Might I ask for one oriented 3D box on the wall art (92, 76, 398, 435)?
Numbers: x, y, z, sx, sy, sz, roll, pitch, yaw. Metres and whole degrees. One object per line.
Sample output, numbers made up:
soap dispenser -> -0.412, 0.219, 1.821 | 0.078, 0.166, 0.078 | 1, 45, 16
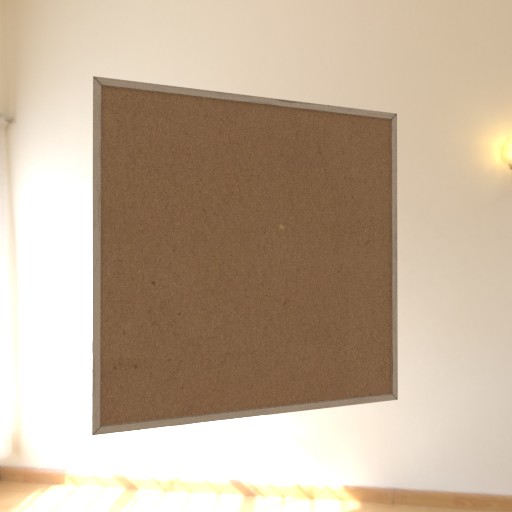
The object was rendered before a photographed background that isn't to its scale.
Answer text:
wall art -> 0.000, 0.000, 0.442 | 0.305, 0.305, 0.038 | 0, -1, -18
